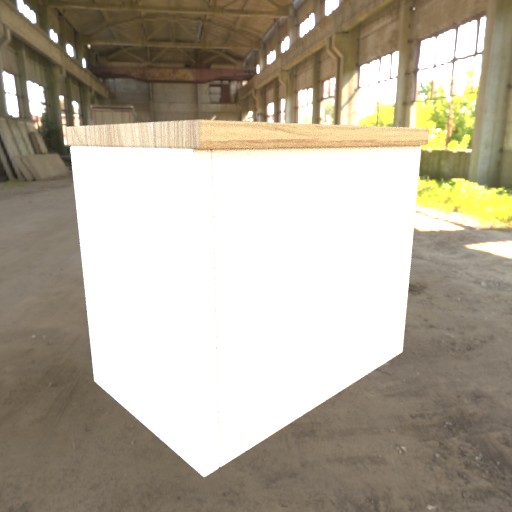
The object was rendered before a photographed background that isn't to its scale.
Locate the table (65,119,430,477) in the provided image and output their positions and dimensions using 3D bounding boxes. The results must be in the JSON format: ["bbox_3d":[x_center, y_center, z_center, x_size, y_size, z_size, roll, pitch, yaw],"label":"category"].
[{"bbox_3d":[0.000,0.000,0.790,0.500,0.440,0.360,-14,20,-42],"label":"table"}]
